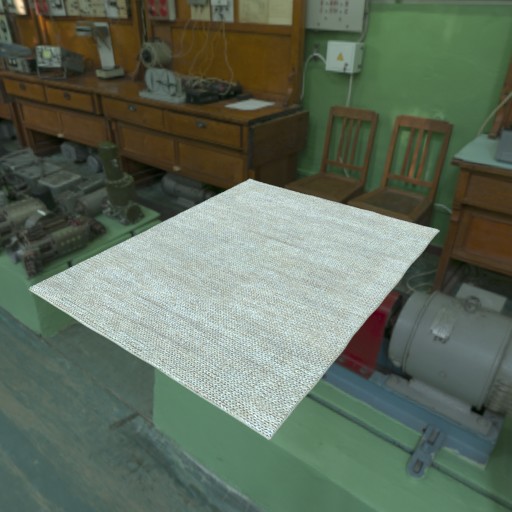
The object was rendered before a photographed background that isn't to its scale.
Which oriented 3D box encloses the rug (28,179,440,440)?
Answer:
[{"bbox_3d":[0.000,0.000,4.084,2.429,0.030,3.052,21,37,30],"label":"rug"}]
